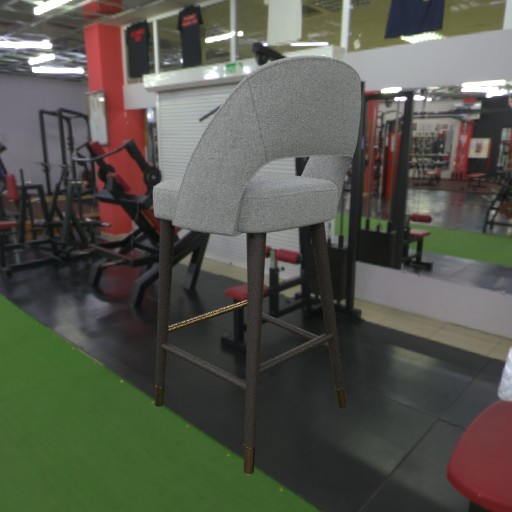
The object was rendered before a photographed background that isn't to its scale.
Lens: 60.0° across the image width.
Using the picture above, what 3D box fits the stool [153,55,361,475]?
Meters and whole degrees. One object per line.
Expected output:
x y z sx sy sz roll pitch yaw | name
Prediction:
0.000 0.000 1.319 0.494 1.037 0.509 -14 20 -43 | stool
